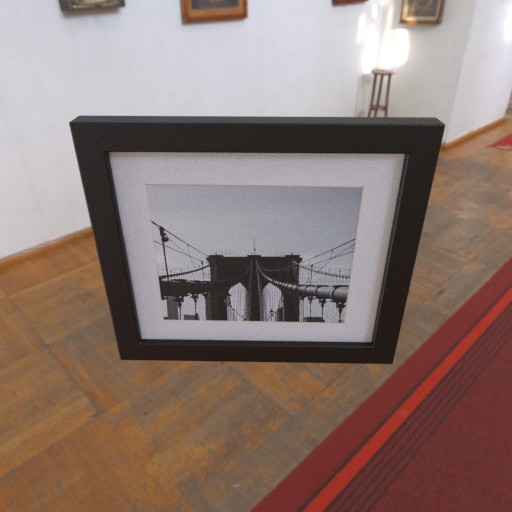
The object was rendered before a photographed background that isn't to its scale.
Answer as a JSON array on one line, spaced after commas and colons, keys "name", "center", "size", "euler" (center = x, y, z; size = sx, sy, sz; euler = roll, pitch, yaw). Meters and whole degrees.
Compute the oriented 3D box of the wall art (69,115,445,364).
[{"name": "wall art", "center": [0.000, 0.000, 0.545], "size": [0.380, 0.330, 0.028], "euler": [1, 31, 1]}]
